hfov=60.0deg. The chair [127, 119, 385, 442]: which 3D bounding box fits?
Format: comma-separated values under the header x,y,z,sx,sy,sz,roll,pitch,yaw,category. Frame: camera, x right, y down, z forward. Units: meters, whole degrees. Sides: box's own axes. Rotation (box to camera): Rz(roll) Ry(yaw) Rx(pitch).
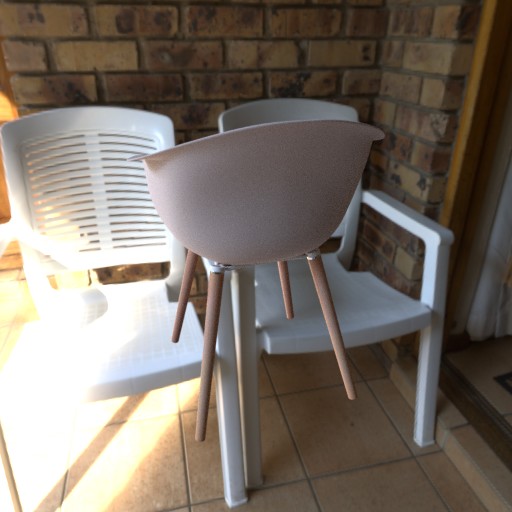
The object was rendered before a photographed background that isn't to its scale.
x,y,z,sx,sy,sz,roll,pitch,yaw,category
0.000,0.000,1.174,0.593,0.781,0.504,-9,28,-17,chair
